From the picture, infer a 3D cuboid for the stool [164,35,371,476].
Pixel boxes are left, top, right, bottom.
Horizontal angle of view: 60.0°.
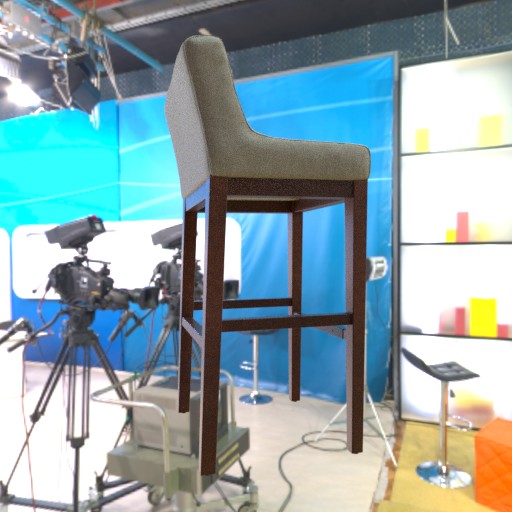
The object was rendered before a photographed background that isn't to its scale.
[{"bbox_3d":[0.000,0.000,1.311,0.500,1.037,0.511,0,0,-17],"label":"stool"}]
